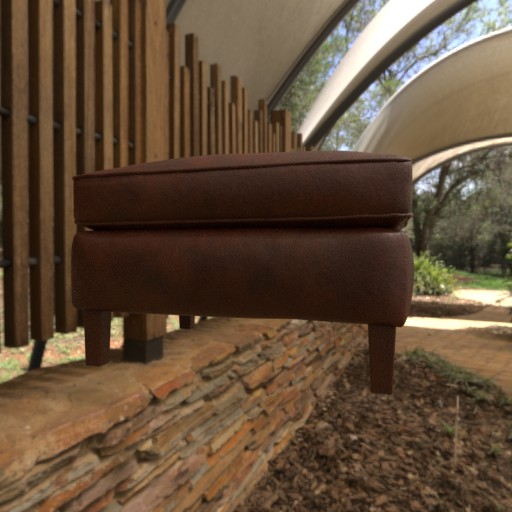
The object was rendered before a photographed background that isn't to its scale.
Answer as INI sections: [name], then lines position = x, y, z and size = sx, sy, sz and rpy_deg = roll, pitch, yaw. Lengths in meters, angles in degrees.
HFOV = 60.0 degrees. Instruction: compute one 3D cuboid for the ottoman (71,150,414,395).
[ottoman]
position = 0.000, 0.000, 1.005
size = 0.665, 0.432, 0.501
rpy_deg = 0, 2, 17
